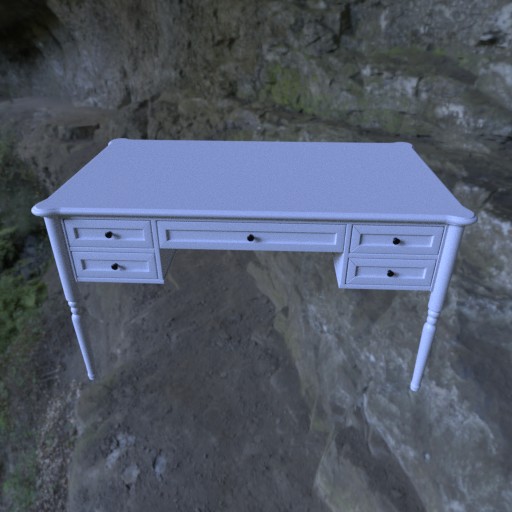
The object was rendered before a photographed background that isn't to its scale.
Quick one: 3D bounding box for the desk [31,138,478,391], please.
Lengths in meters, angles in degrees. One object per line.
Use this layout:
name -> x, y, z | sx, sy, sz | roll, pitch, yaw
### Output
desk -> 0.000, 0.000, 1.870 | 1.380, 0.762, 0.807 | 1, 30, 2
